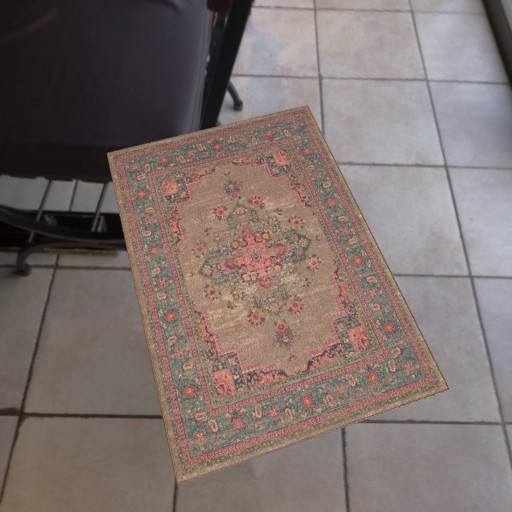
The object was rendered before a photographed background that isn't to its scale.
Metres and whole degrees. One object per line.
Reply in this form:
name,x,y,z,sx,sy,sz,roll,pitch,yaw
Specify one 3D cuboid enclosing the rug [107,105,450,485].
rug,0.000,0.000,3.655,2.005,0.013,2.890,-16,64,-8
